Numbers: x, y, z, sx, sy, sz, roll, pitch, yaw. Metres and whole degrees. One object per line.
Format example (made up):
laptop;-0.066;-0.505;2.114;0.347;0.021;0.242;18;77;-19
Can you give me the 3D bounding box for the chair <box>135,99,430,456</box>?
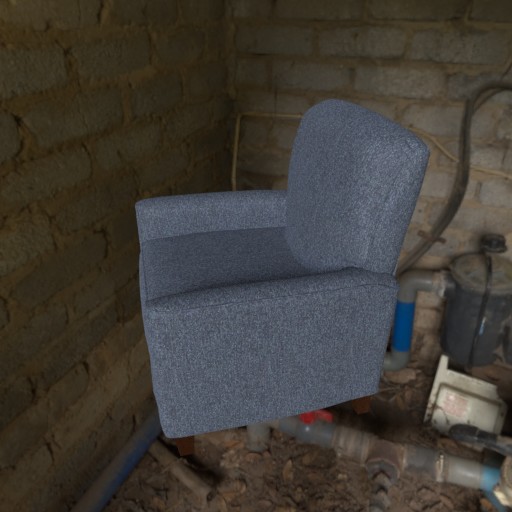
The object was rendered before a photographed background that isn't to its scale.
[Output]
chair;0.000;0.000;1.621;0.850;1.016;0.839;-8;30;-13
